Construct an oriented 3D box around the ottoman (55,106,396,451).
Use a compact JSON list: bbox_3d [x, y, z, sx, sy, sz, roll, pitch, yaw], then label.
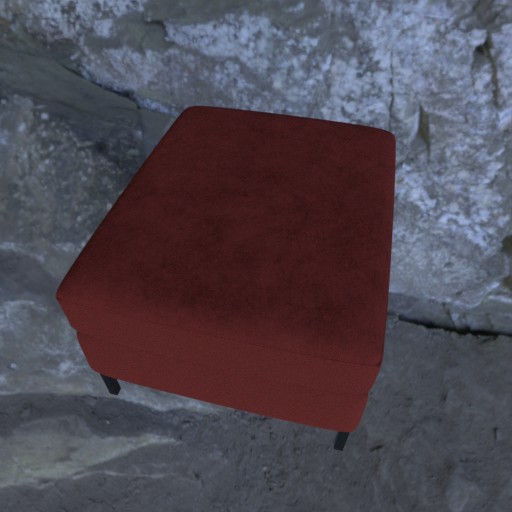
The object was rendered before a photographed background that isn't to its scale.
[{"bbox_3d":[0.000,0.000,1.194,0.650,0.462,0.782,10,48,9],"label":"ottoman"}]
